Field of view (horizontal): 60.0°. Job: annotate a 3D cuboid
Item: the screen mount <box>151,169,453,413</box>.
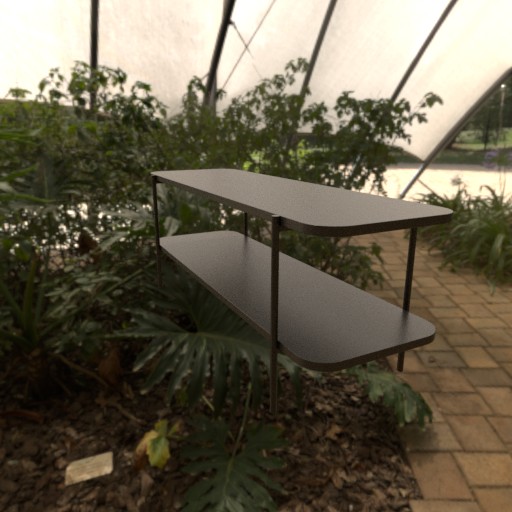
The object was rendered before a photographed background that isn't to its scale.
[{"bbox_3d":[0.000,0.000,1.410,0.400,0.447,1.200,-8,18,-26],"label":"screen mount"}]
